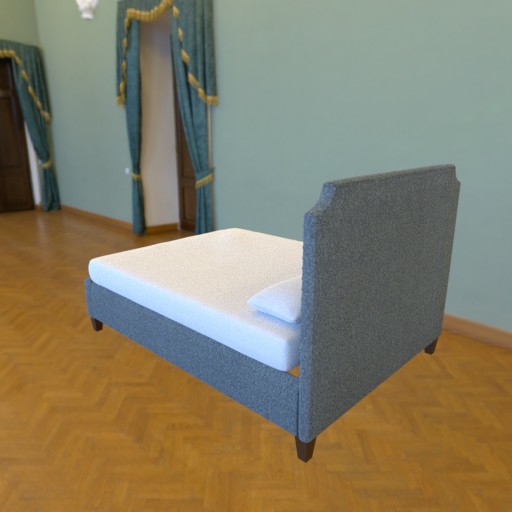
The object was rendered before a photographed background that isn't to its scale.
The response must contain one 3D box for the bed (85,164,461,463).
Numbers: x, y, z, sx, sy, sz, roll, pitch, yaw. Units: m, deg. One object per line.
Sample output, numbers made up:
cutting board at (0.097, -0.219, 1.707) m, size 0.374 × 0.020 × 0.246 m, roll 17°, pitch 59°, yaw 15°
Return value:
bed at (0.000, 0.000, 3.409) m, size 2.372 × 1.443 × 1.712 m, roll 15°, pitch 22°, yaw 41°
